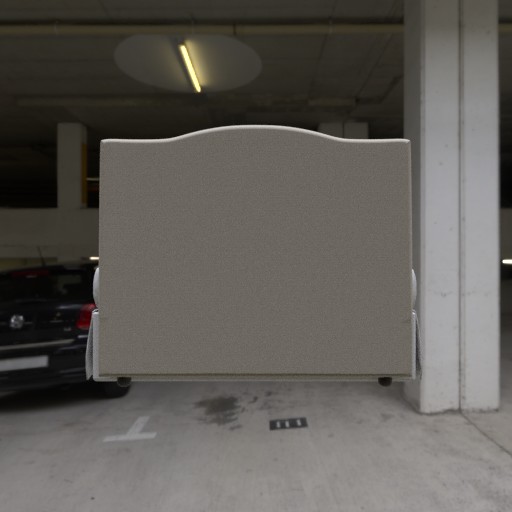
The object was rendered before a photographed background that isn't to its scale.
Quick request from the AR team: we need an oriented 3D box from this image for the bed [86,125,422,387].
[{"bbox_3d":[0.000,0.000,3.635,1.977,1.437,2.477,0,0,0],"label":"bed"}]
